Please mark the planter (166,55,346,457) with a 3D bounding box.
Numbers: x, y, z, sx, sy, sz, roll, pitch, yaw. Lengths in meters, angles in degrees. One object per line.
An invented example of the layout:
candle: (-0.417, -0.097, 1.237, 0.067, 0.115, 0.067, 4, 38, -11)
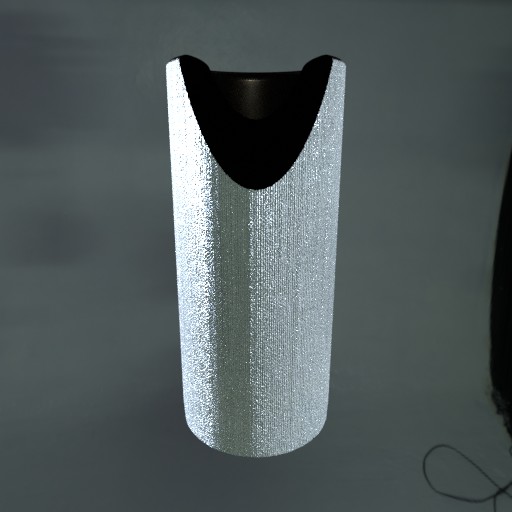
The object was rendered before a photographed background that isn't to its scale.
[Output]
planter: (0.000, 0.000, 0.128, 0.045, 0.103, 0.045, -3, 17, -9)
